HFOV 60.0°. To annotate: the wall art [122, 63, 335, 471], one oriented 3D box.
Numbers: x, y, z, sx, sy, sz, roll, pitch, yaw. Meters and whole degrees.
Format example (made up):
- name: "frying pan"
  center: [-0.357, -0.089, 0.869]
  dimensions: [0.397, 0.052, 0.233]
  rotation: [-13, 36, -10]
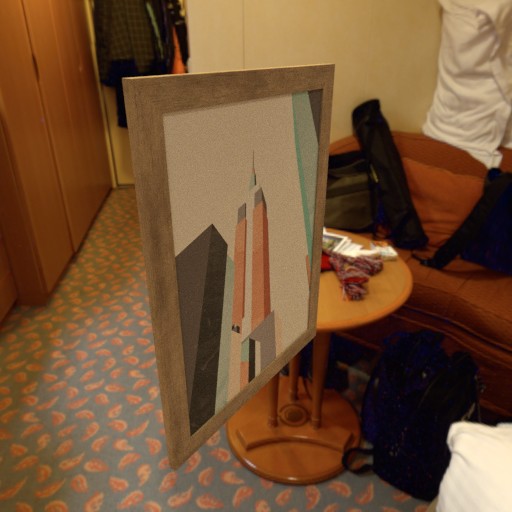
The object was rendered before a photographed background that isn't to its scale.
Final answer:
- name: "wall art"
  center: [0.000, 0.000, 0.882]
  dimensions: [0.018, 0.686, 0.534]
  rotation: [18, 31, 32]
